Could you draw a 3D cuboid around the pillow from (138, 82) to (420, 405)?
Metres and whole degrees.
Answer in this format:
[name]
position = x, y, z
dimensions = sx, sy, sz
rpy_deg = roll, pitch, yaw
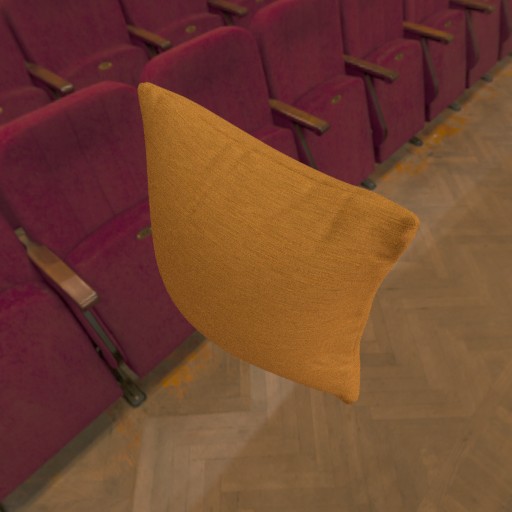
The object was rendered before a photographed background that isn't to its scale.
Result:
[pillow]
position = 0.000, 0.000, 0.677
dimensions = 0.435, 0.417, 0.247
rpy_deg = 33, 56, 27
